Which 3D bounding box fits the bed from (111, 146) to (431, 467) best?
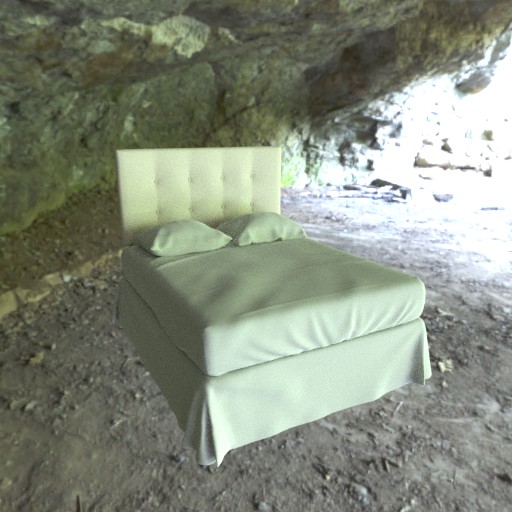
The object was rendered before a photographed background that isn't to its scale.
[{"bbox_3d":[0.000,0.000,3.467,1.936,1.577,2.222,-9,18,-27],"label":"bed"}]
